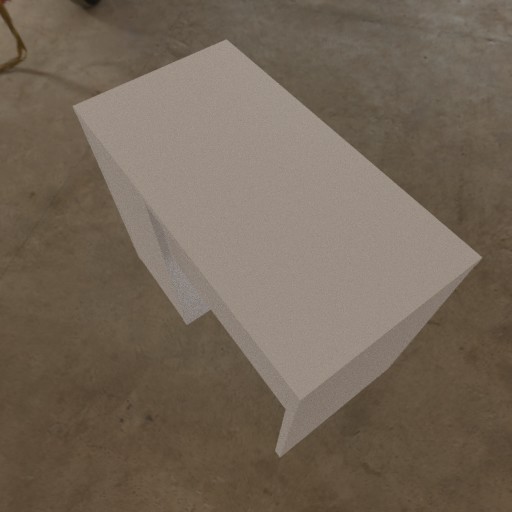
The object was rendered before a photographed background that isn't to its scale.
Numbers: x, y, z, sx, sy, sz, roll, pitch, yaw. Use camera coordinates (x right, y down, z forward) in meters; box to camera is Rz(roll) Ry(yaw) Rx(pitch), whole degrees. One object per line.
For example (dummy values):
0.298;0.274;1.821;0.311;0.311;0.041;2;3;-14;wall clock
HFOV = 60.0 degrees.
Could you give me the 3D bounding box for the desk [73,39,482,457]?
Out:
0.000;0.000;1.310;0.482;0.730;0.898;-32;64;-18;desk
